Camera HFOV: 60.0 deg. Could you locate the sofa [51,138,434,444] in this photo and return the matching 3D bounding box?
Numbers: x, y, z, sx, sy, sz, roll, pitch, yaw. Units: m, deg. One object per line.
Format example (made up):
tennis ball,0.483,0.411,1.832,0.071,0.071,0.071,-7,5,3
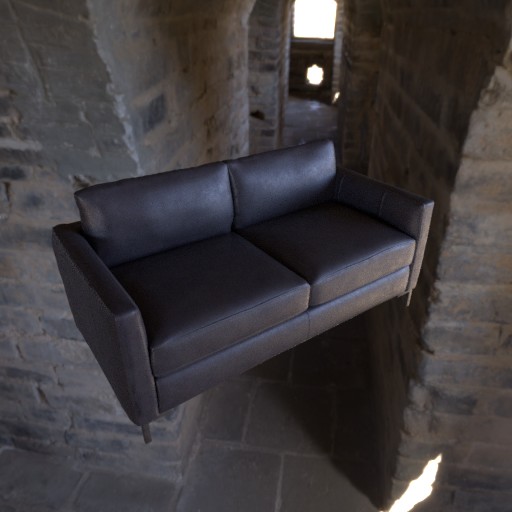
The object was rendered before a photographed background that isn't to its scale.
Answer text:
sofa,0.000,0.000,2.330,1.805,0.883,0.947,-21,36,-32
